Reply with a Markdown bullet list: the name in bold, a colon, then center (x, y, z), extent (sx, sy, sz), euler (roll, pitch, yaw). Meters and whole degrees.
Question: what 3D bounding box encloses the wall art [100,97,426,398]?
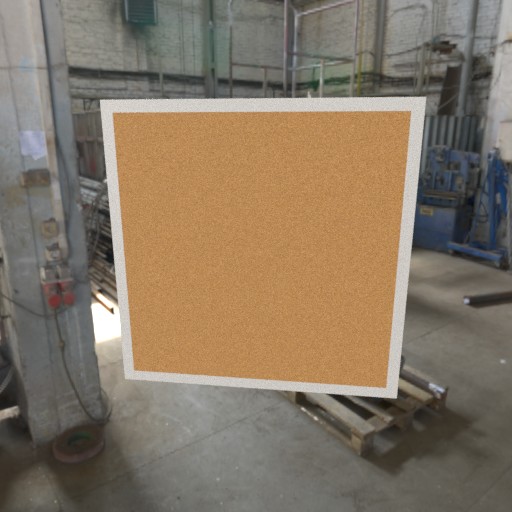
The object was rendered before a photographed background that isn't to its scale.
- **wall art**: center (0.000, 0.000, 0.833), extent (0.558, 0.559, 0.009), euler (2, 16, 7)
